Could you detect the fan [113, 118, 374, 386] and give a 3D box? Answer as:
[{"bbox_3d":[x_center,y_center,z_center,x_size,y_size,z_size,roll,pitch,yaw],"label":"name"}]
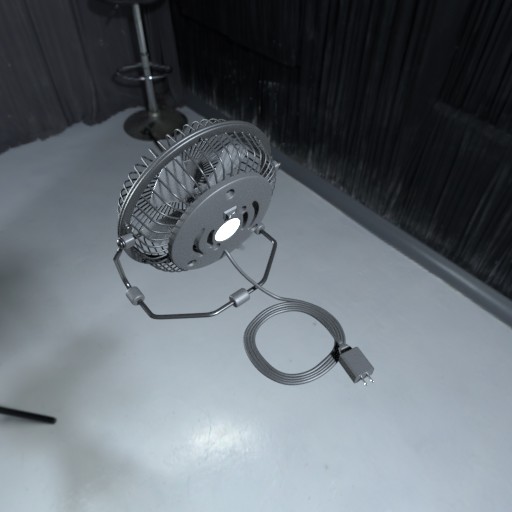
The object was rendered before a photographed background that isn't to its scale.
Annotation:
[{"bbox_3d":[0.000,0.000,0.311,0.153,0.152,0.202,-31,55,-26],"label":"fan"}]
